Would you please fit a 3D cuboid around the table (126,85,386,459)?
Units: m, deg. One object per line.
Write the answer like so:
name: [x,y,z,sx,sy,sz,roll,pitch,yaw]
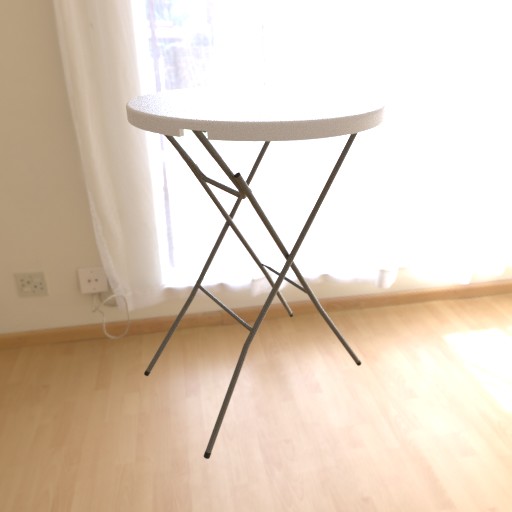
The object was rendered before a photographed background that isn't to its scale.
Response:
table: [0.000,0.000,1.642,0.795,1.105,0.792,-18,32,-32]
